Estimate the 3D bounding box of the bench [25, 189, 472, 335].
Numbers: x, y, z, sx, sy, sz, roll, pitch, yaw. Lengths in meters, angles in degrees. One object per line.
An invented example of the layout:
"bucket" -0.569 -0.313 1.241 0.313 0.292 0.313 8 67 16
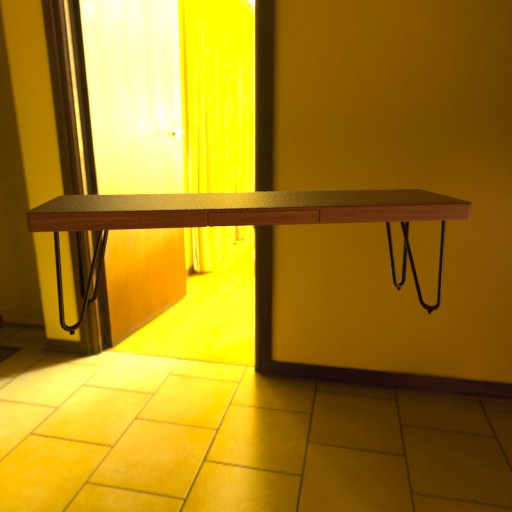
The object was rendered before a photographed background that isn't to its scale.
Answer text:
"bench" 0.000 0.000 1.788 1.570 0.462 0.425 -2 16 -8
